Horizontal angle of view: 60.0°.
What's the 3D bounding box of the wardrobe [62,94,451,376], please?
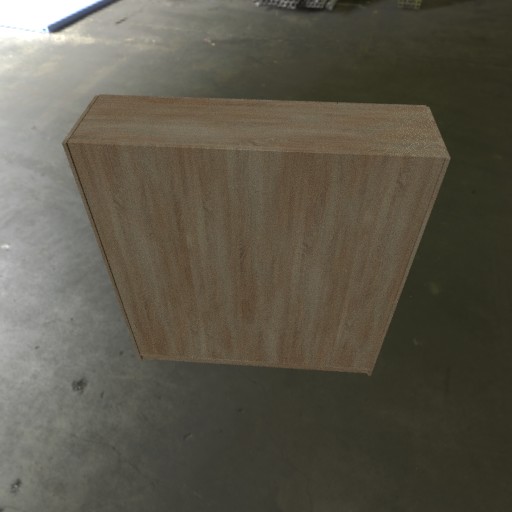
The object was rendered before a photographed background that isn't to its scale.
[{"bbox_3d":[0.000,0.000,3.251,1.998,2.159,0.598,3,46,3],"label":"wardrobe"}]
